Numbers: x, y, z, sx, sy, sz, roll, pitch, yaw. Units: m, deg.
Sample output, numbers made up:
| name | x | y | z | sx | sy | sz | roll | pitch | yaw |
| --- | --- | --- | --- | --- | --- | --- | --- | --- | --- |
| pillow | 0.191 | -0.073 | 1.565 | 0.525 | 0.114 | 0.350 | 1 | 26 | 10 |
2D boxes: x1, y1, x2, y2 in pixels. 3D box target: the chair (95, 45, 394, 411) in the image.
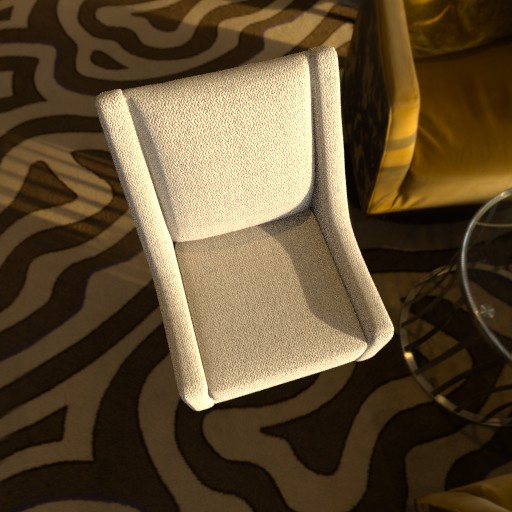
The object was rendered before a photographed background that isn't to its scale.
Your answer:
| name | x | y | z | sx | sy | sz | roll | pitch | yaw |
| --- | --- | --- | --- | --- | --- | --- | --- | --- | --- |
| chair | 0.000 | 0.000 | 1.623 | 0.774 | 1.014 | 0.870 | -15 | 65 | -7 |
